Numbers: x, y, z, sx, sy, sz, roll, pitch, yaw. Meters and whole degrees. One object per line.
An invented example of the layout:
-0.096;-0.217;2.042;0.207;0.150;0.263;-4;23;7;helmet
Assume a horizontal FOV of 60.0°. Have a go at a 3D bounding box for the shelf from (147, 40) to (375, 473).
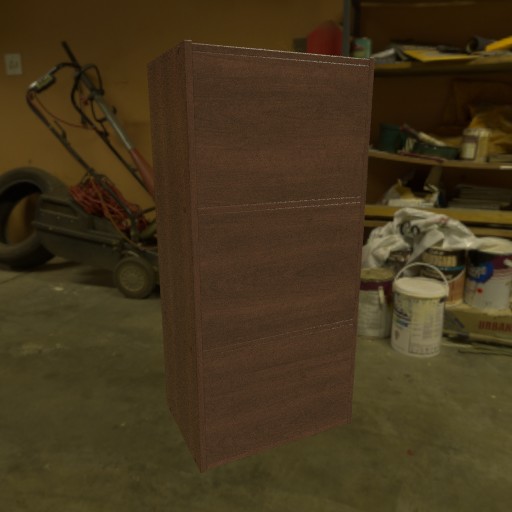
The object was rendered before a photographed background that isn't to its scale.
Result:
0.000;0.000;1.080;0.414;0.879;0.290;-7;17;-25;shelf
